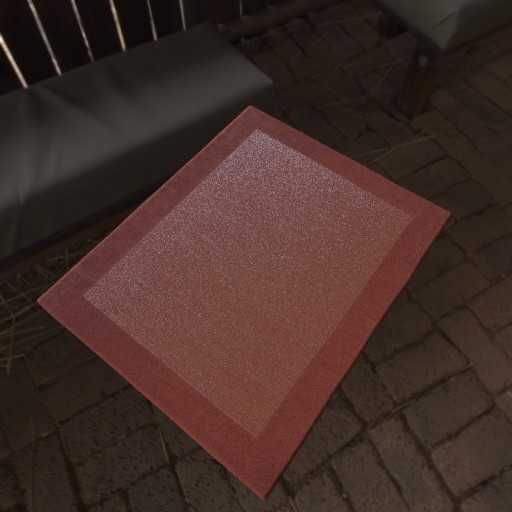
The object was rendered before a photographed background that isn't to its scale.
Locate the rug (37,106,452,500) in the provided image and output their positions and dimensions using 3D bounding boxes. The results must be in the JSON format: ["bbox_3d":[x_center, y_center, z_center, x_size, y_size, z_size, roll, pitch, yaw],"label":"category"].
[{"bbox_3d":[0.000,0.000,3.959,2.430,0.018,2.976,34,66,17],"label":"rug"}]
